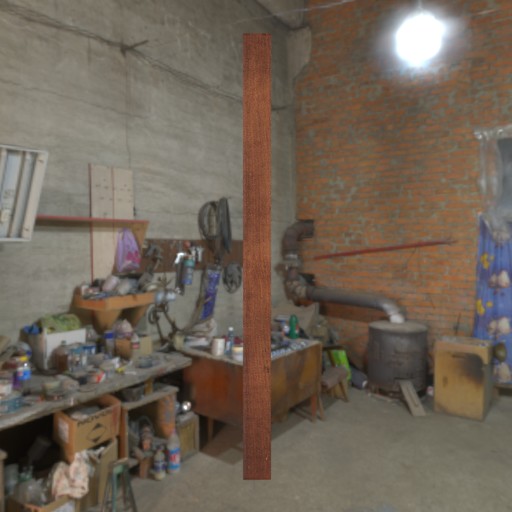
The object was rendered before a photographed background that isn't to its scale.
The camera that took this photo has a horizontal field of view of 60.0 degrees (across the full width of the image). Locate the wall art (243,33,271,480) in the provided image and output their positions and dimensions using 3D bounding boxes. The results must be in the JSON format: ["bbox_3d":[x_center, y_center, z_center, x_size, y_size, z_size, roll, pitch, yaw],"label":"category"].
[{"bbox_3d":[0.000,0.000,0.845,0.037,0.572,0.554,0,0,0],"label":"wall art"}]
